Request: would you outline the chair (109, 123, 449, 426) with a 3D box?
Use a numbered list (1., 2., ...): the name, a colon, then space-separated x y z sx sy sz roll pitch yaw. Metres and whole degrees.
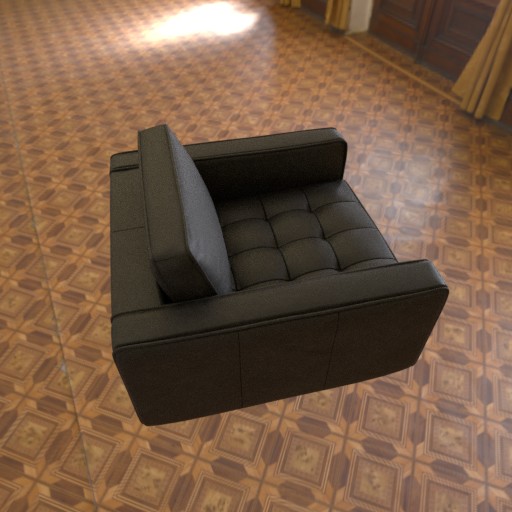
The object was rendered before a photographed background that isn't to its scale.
1. chair: 0.000 0.000 1.547 0.914 0.763 0.889 -10 46 -9
